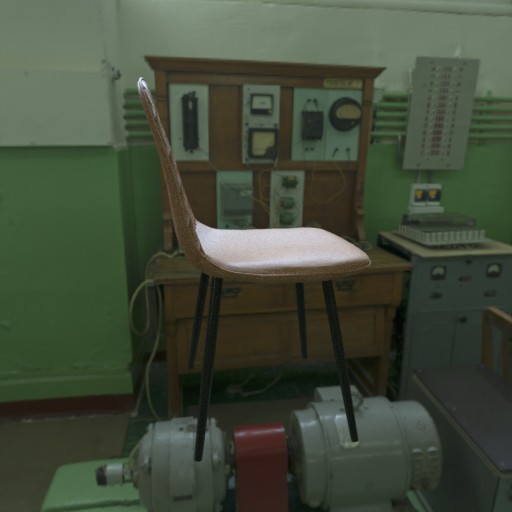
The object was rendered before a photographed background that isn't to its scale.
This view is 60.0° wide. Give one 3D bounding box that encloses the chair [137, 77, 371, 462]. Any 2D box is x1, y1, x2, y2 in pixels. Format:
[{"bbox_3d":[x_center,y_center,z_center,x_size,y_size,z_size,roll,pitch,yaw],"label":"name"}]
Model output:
[{"bbox_3d":[0.000,0.000,1.207,0.561,0.889,0.472,-3,15,-10],"label":"chair"}]
